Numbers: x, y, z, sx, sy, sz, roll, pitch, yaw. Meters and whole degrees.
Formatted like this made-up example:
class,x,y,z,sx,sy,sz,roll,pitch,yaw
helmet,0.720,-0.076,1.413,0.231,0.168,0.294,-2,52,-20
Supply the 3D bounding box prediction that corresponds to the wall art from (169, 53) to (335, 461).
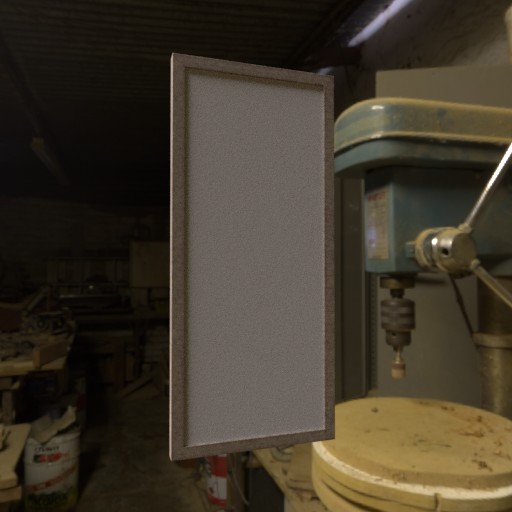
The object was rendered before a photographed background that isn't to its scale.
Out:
class,x,y,z,sx,sy,sz,roll,pitch,yaw
wall art,0.000,0.000,1.708,0.648,1.461,0.051,0,-1,-18
